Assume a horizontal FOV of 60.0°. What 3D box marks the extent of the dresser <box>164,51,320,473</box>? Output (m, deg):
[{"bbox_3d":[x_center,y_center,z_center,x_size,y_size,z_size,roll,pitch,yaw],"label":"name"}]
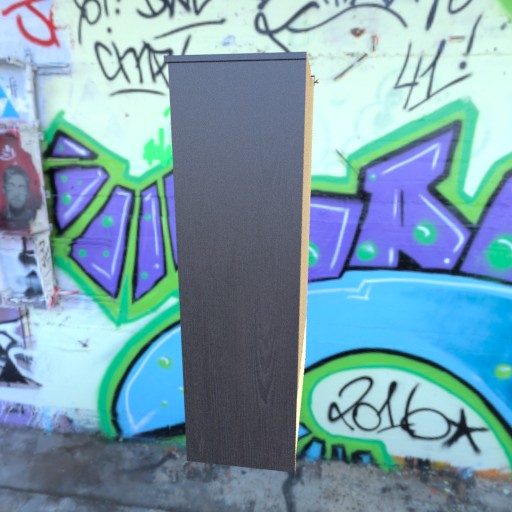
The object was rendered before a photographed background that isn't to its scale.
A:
[{"bbox_3d":[0.000,0.000,1.627,0.418,1.254,0.704,2,15,8],"label":"dresser"}]
